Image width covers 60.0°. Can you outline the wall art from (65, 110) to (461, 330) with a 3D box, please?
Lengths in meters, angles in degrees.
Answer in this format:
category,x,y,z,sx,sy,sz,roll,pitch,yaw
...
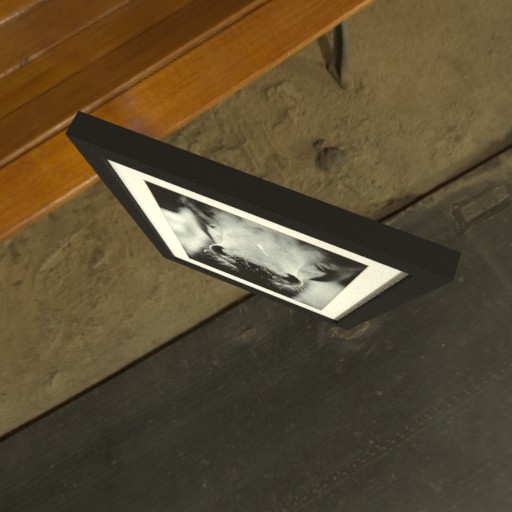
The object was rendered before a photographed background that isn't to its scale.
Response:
category,x,y,z,sx,sy,sz,roll,pitch,yaw
wall art,0.000,0.000,0.757,0.457,0.559,0.033,21,76,5
